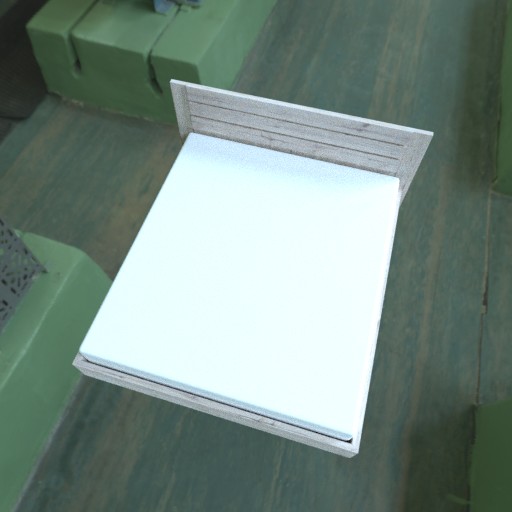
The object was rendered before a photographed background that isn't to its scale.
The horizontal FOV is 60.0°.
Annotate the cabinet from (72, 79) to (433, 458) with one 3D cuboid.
[{"bbox_3d":[0.000,0.000,3.117,1.950,0.970,2.080,14,61,8],"label":"cabinet"}]
